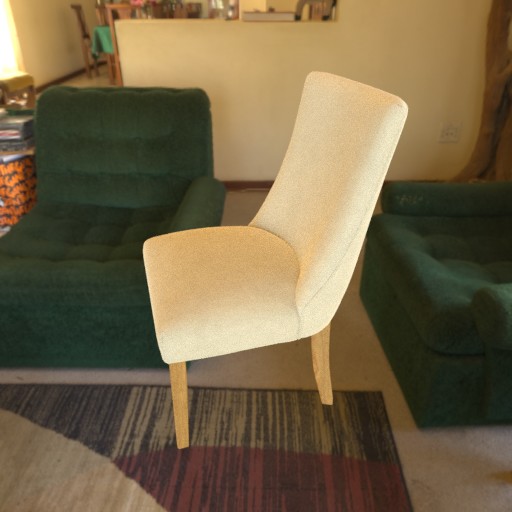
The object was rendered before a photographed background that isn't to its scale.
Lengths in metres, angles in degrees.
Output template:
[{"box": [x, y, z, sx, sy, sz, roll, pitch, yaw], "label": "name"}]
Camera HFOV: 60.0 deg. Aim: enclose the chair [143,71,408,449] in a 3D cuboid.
[{"box": [0.000, 0.000, 1.256, 0.610, 0.902, 0.495, -9, 32, -14], "label": "chair"}]
